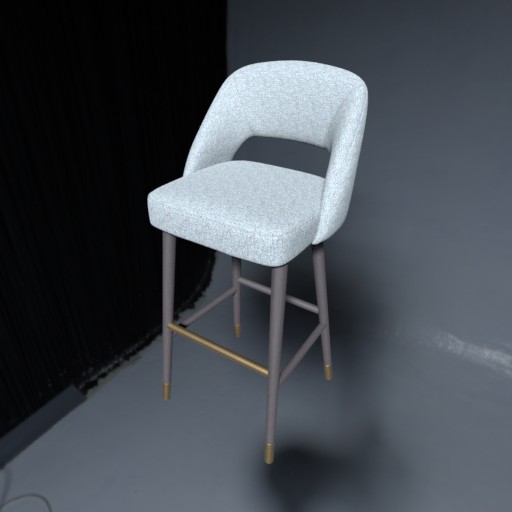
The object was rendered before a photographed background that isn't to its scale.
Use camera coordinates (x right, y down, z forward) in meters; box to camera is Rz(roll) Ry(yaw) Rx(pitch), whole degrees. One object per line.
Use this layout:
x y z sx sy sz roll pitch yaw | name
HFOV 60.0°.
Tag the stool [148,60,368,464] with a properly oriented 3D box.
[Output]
0.000 0.000 1.396 0.536 1.089 0.524 19 35 30 | stool
